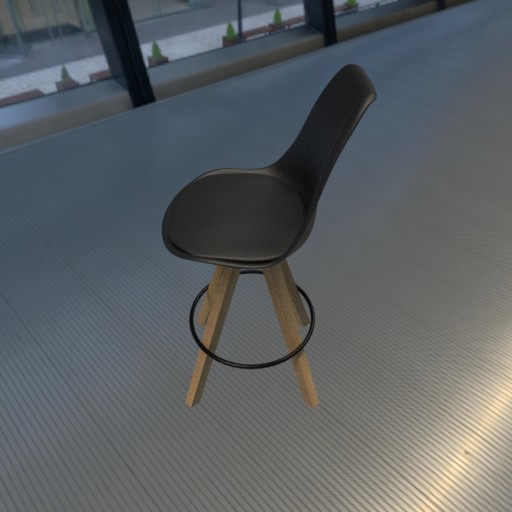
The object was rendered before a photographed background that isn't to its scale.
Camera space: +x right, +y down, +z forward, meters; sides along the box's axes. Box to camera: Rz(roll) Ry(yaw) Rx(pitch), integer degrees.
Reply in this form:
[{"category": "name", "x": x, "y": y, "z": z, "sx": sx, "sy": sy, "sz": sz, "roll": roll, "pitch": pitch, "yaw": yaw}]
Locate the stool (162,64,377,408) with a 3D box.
[{"category": "stool", "x": 0.000, "y": 0.000, "z": 1.409, "sx": 0.550, "sy": 1.115, "sz": 0.485, "roll": 0, "pitch": 42, "yaw": 0}]
